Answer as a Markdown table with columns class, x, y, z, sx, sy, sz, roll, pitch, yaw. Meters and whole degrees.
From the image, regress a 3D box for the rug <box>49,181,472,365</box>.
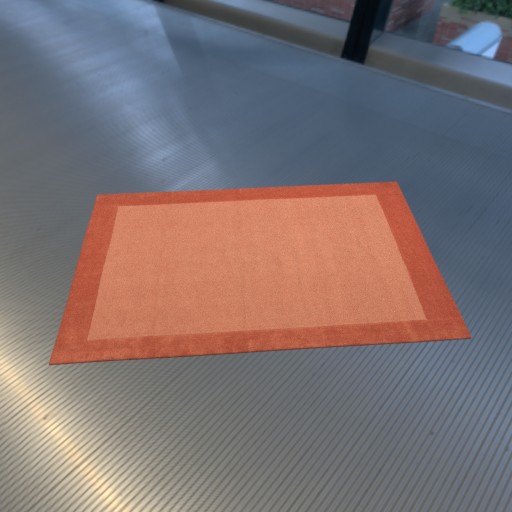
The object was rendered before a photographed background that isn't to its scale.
| class | x | y | z | sx | sy | sz | roll | pitch | yaw |
| --- | --- | --- | --- | --- | --- | --- | --- | --- | --- |
| rug | 0.000 | 0.000 | 3.070 | 2.438 | 0.014 | 1.524 | -3 | 46 | -3 |
